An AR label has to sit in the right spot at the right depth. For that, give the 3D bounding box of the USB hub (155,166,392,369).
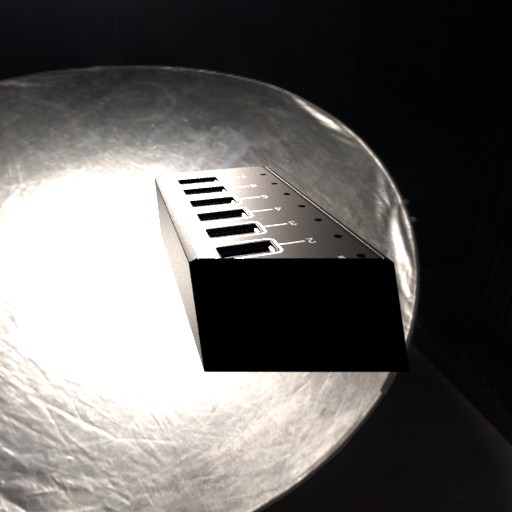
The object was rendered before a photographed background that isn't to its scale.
[{"bbox_3d":[0.000,0.000,0.127,0.044,0.023,0.110,-8,27,-16],"label":"USB hub"}]
